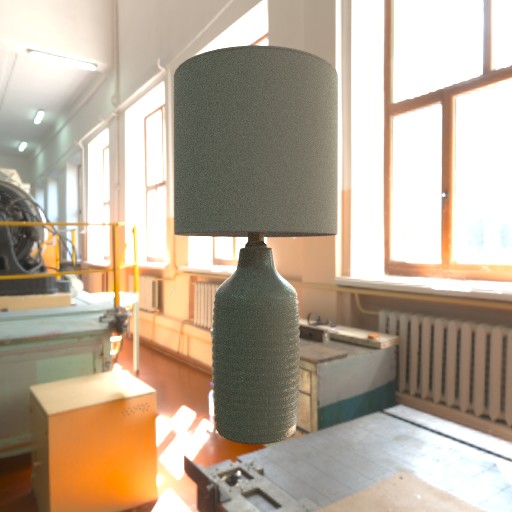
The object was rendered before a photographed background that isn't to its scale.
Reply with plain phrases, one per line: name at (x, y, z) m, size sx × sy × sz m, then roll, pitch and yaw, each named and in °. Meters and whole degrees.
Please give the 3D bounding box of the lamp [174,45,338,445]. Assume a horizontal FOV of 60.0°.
lamp at (0.000, 0.000, 0.608) m, size 0.220 × 0.475 × 0.220 m, roll 0°, pitch 1°, yaw 1°
